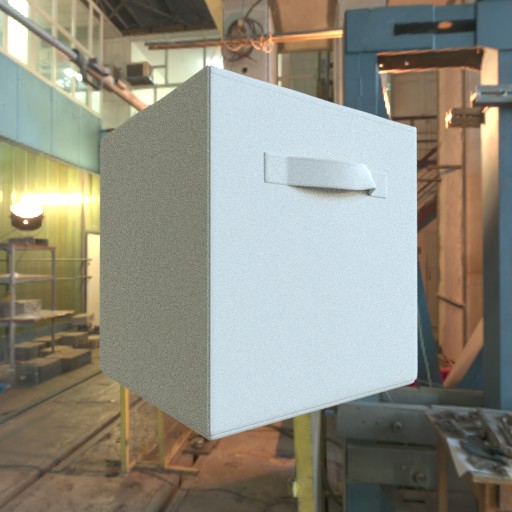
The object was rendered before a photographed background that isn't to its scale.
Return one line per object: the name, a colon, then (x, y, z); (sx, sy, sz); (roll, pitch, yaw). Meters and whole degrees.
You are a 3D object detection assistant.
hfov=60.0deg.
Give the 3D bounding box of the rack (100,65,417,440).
rack: (0.000, 0.000, 0.498); (0.270, 0.280, 0.270); (0, -1, -37)
